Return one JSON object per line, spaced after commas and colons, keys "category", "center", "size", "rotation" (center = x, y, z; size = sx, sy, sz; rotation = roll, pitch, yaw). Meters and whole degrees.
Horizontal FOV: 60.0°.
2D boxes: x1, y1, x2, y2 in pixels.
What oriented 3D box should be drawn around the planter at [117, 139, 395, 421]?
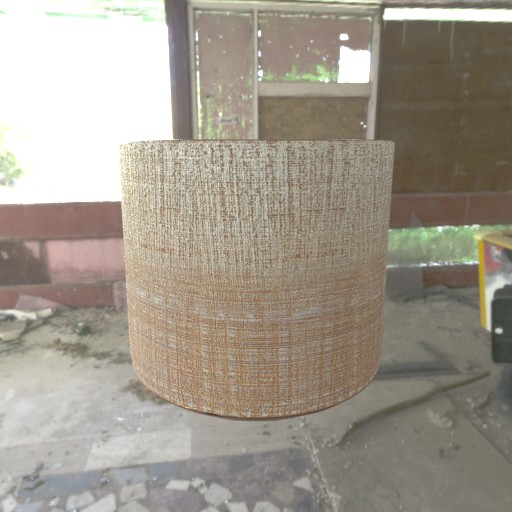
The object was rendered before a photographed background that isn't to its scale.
{"category": "planter", "center": [0.000, 0.000, 0.189], "size": [0.109, 0.096, 0.109], "rotation": [0, 14, 0]}
